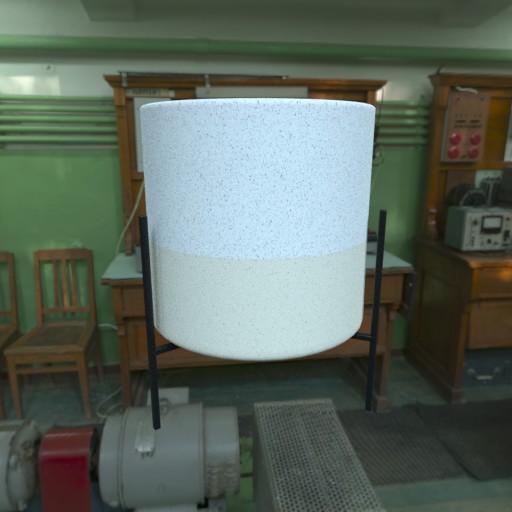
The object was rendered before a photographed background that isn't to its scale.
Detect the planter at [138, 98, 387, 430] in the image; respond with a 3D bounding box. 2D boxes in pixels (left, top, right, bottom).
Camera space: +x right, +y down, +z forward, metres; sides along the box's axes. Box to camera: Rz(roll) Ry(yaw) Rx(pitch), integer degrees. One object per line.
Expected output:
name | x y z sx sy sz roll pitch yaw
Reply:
planter | 0.000 0.000 0.665 0.313 0.423 0.335 -2 15 -8
